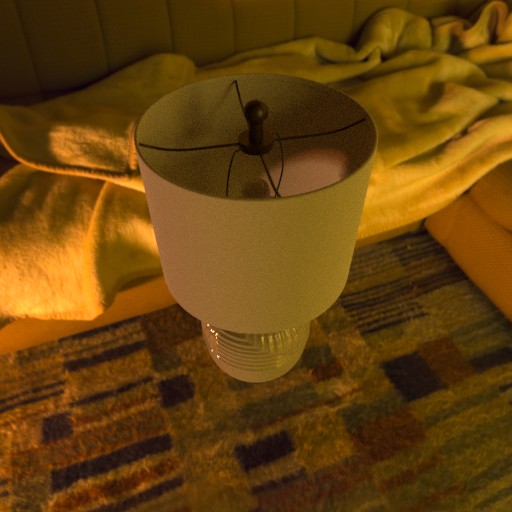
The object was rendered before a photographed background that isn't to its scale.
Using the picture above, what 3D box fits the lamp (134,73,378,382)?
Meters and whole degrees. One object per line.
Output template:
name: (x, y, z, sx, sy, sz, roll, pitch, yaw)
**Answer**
lamp: (0.000, 0.000, 0.764, 0.318, 0.567, 0.318, 0, 46, 0)
